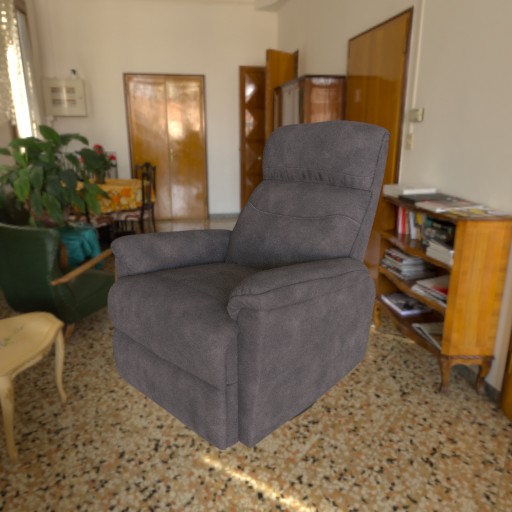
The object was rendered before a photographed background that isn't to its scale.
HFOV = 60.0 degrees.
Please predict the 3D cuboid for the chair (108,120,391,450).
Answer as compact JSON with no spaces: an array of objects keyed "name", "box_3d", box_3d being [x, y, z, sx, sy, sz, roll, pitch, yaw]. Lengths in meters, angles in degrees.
[{"name":"chair","box_3d":[0.000,0.000,1.752,0.830,1.035,1.009,15,22,42]}]
